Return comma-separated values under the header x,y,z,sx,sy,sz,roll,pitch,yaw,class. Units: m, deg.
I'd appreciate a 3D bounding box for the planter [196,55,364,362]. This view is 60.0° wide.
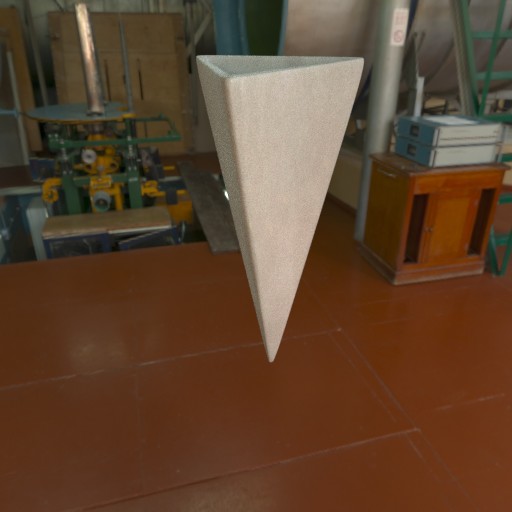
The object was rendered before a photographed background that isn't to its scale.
x,y,z,sx,sy,sz,roll,pitch,yaw,class
0.000,0.000,0.276,0.101,0.224,0.081,8,27,17,planter
